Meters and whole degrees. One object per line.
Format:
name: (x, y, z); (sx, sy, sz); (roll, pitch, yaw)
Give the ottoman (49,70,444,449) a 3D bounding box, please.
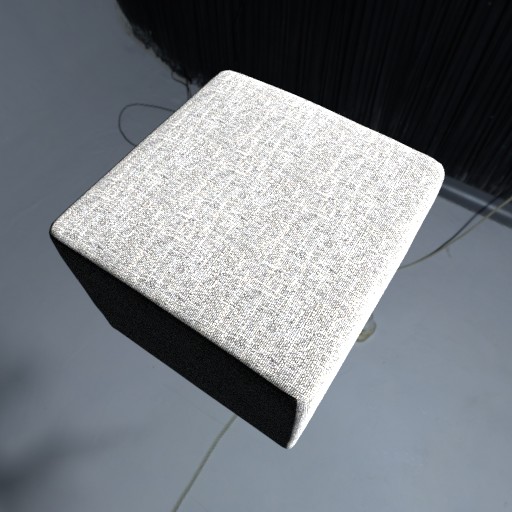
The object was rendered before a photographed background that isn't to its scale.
ottoman: (0.000, 0.000, 0.921); (0.512, 0.453, 0.521); (30, 63, 17)
